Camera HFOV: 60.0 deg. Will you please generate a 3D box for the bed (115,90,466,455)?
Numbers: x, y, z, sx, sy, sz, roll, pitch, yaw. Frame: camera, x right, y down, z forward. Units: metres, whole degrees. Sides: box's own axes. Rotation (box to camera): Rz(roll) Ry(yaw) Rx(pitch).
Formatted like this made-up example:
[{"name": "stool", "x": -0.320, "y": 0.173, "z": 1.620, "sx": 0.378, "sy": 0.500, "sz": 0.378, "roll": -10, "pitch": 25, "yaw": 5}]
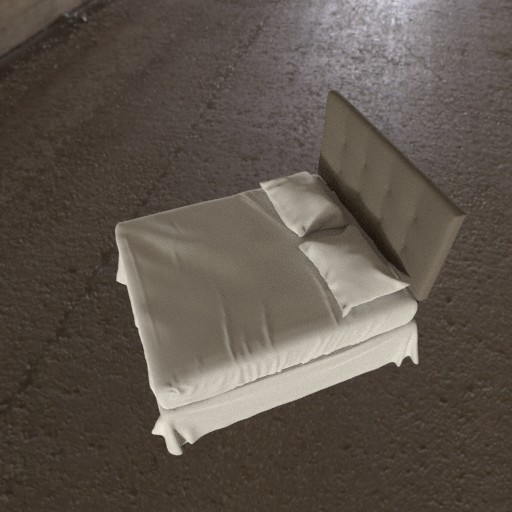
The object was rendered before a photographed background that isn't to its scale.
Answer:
[{"name": "bed", "x": 0.000, "y": 0.000, "z": 3.436, "sx": 2.222, "sy": 1.577, "sz": 1.936, "roll": -16, "pitch": 50, "yaw": -14}]
